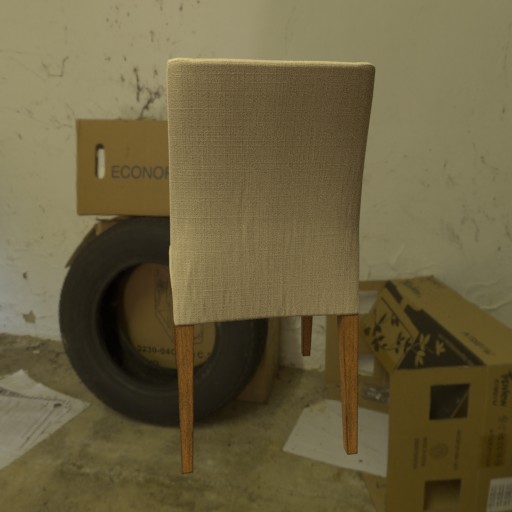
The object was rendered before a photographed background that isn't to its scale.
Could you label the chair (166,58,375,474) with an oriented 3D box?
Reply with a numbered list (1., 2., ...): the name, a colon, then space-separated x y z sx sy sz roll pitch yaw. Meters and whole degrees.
1. chair: 0.000 0.000 1.236 0.496 0.940 0.585 -2 16 -9
